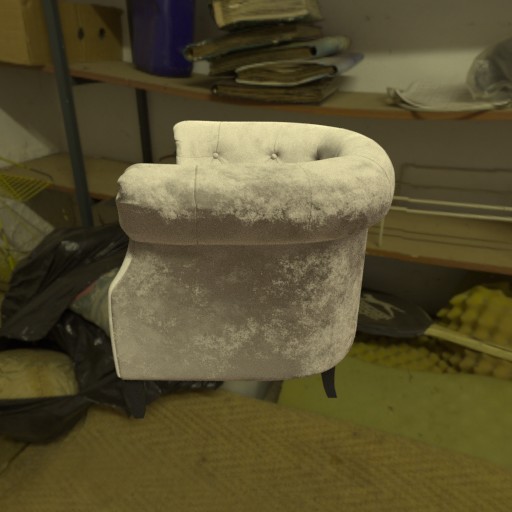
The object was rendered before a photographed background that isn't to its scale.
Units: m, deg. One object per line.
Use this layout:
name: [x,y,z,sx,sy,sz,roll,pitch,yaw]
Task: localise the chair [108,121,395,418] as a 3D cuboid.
chair: [0.000,0.000,1.572,0.851,0.826,0.904,0,26,1]
